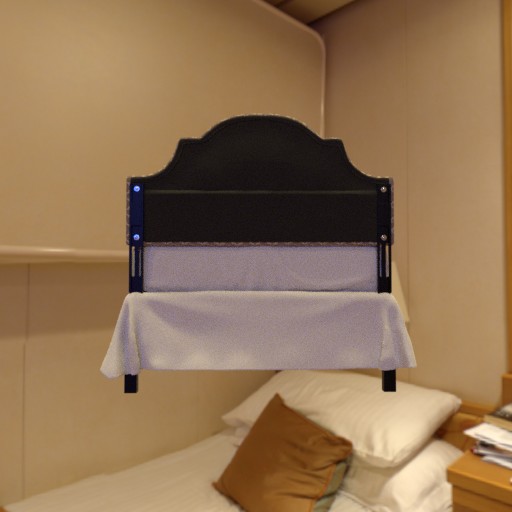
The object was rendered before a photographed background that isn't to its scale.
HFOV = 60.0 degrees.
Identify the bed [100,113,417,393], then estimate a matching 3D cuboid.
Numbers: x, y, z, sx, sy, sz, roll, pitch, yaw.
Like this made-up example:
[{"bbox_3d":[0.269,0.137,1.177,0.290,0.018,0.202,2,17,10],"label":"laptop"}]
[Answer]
[{"bbox_3d":[0.000,0.000,3.557,1.780,1.633,2.222,0,-1,-1],"label":"bed"}]
